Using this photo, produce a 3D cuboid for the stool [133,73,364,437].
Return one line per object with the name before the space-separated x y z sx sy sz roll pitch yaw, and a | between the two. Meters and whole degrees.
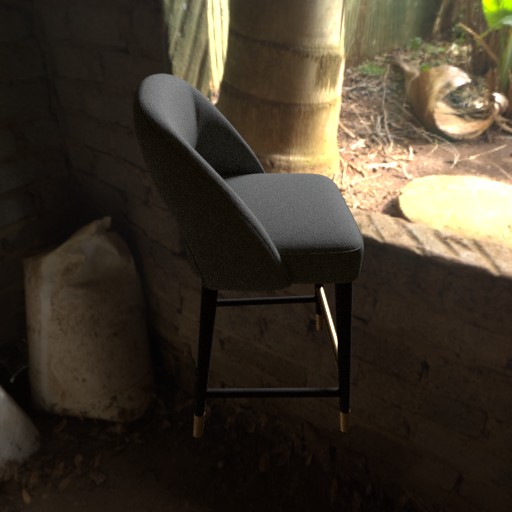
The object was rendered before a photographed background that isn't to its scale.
stool | 0.000 0.000 1.223 0.524 0.925 0.536 -1 32 -2
